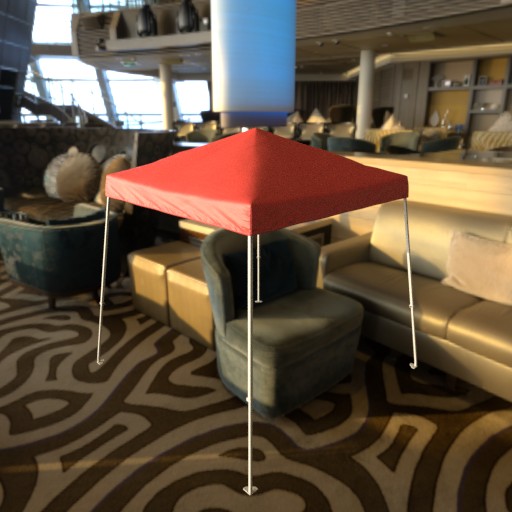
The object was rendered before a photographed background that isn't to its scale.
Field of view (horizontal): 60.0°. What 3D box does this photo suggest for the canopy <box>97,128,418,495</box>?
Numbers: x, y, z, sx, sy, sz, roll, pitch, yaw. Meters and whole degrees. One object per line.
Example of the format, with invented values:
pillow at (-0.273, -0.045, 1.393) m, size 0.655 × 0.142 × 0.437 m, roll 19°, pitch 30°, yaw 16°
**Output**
canopy at (0.000, 0.000, 6.480) m, size 3.600 × 3.600 × 3.599 m, roll -16°, pitch 24°, yaw -41°
